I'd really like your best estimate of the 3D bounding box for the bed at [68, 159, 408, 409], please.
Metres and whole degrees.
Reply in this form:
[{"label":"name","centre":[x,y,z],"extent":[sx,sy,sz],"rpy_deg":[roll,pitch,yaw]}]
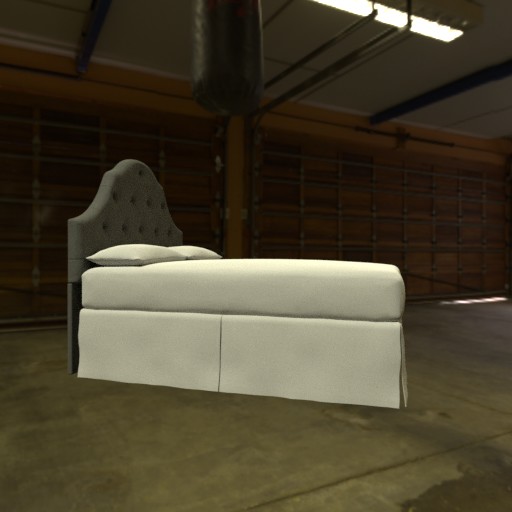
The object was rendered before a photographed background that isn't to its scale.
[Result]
[{"label":"bed","centre":[0.000,0.000,3.356],"extent":[2.155,1.575,1.636],"rpy_deg":[0,0,17]}]
